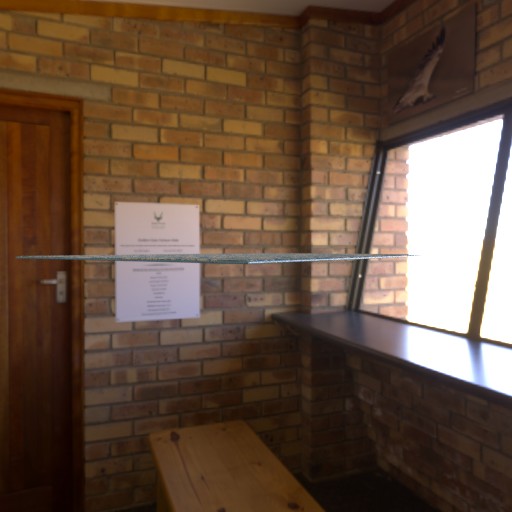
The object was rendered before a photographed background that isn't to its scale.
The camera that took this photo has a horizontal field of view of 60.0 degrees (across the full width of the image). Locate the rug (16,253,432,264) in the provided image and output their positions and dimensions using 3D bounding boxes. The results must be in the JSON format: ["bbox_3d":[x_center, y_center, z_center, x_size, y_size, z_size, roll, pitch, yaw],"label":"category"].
[{"bbox_3d":[0.000,0.000,2.782,1.554,0.012,2.205,1,1,36],"label":"rug"}]
